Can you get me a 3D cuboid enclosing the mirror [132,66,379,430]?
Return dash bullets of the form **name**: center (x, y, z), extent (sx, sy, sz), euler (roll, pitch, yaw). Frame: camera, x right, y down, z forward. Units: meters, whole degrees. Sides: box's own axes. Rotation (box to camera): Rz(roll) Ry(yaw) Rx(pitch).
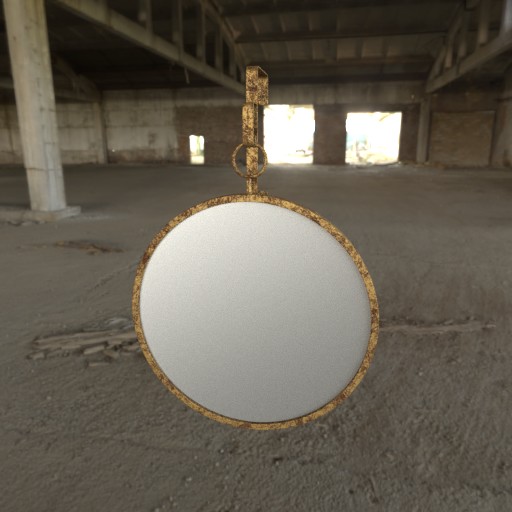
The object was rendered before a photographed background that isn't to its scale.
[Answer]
- **mirror**: center (0.000, 0.000, 0.828), extent (0.447, 0.651, 0.144), euler (3, 15, 10)
